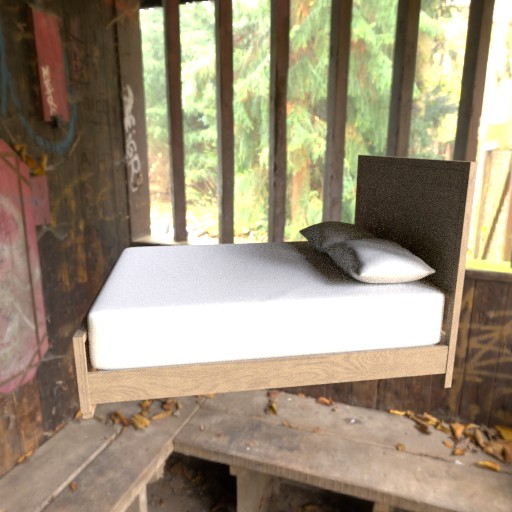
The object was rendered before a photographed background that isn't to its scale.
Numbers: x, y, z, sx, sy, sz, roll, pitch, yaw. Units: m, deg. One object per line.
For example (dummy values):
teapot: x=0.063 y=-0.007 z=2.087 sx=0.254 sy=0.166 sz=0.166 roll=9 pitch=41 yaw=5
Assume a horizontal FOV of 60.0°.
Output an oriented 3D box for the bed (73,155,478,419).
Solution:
bed: x=0.000 y=0.000 z=3.180 sx=2.189 sy=1.369 sz=1.606 roll=-2 pitch=14 yaw=-9
